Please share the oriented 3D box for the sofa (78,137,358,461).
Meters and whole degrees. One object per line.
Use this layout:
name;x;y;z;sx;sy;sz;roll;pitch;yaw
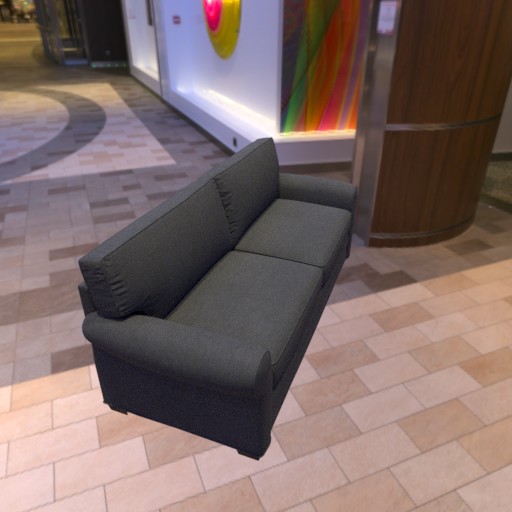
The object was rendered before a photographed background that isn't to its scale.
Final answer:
sofa;0.000;0.000;2.940;0.954;1.026;2.391;11;31;18
